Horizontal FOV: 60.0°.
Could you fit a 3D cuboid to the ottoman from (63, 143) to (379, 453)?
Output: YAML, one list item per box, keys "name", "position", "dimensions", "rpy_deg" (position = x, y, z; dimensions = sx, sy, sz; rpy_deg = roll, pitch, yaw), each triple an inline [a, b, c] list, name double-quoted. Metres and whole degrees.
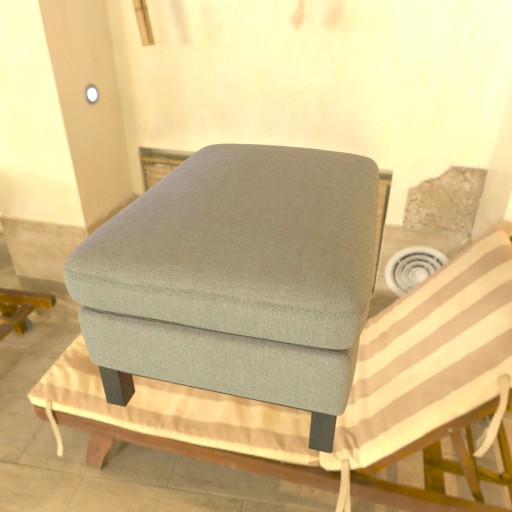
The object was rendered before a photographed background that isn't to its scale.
- name: "ottoman"
  position: [0.000, 0.000, 1.051]
  dimensions: [0.528, 0.404, 0.735]
  rpy_deg: [8, 31, 13]
